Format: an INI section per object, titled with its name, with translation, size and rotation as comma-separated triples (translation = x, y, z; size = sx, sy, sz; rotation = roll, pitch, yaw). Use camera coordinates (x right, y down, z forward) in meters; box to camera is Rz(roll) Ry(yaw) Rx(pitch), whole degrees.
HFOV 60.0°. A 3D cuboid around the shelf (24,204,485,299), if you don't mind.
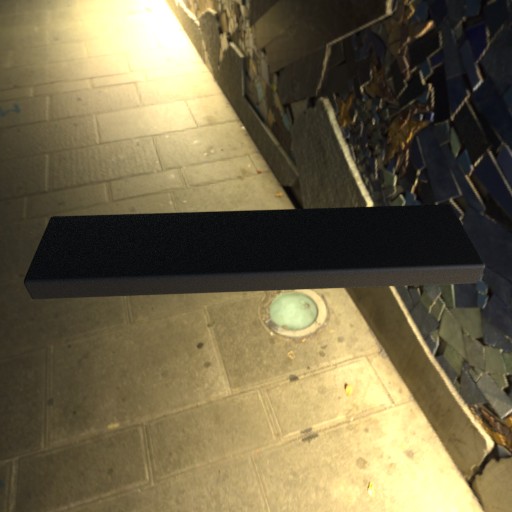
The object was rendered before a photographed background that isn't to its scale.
[shelf]
translation = 0.000, 0.000, 0.489
size = 0.456, 0.053, 0.102
rotation = -2, 45, -2
